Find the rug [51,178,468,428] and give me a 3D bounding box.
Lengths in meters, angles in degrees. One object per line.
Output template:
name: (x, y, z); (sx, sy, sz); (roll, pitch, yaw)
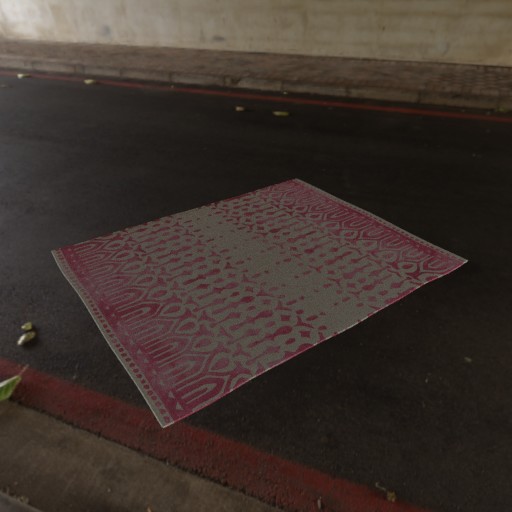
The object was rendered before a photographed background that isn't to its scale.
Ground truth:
rug: (0.000, 0.000, 4.143); (3.095, 0.016, 2.441); (-21, 38, -30)
